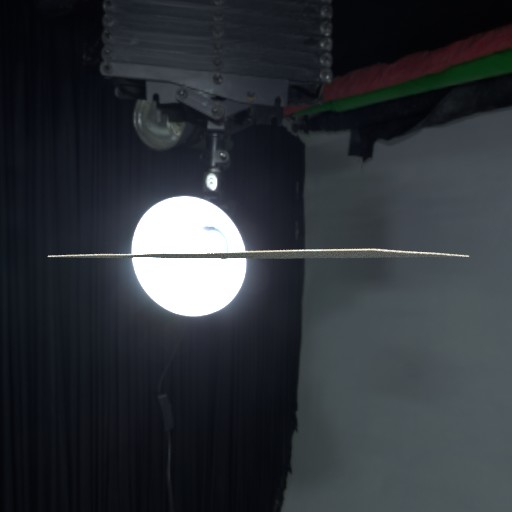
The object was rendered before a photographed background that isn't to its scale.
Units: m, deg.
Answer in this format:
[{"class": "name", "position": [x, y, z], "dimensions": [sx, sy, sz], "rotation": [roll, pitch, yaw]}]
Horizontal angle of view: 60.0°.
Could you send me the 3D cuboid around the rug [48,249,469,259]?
[{"class": "rug", "position": [0.000, 0.000, 2.732], "dimensions": [2.135, 0.013, 1.524], "rotation": [-1, -1, 37]}]
